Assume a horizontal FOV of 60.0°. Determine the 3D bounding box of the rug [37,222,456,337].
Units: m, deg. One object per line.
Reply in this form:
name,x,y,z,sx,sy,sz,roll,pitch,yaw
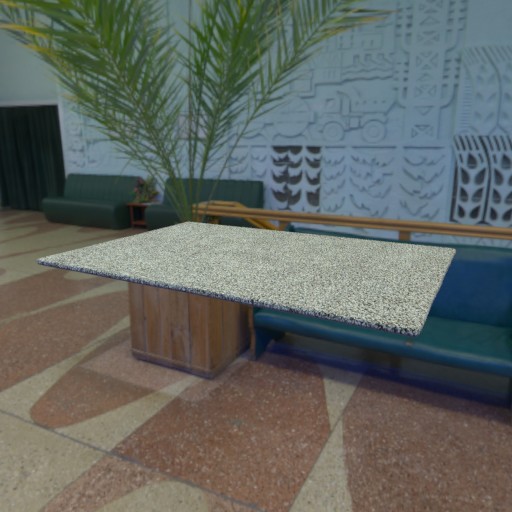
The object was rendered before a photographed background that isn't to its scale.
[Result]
rug,0.000,0.000,2.262,1.778,0.030,1.219,8,16,28
